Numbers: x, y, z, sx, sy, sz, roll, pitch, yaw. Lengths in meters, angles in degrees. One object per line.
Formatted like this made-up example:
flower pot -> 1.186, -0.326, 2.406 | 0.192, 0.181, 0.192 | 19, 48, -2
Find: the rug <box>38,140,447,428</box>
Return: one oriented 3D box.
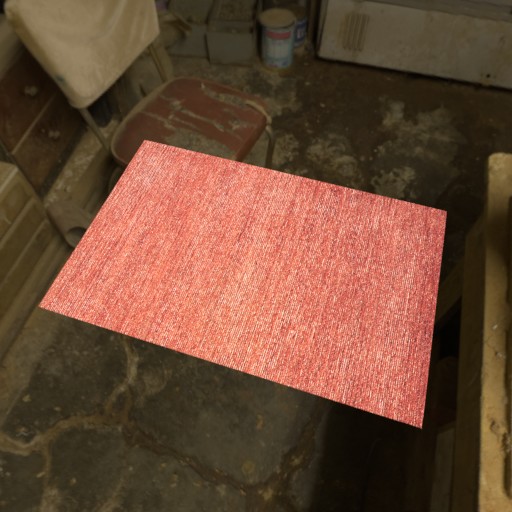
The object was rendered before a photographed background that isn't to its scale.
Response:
rug -> 0.000, 0.000, 2.189 | 1.747, 0.011, 1.139 | 15, 59, 9
